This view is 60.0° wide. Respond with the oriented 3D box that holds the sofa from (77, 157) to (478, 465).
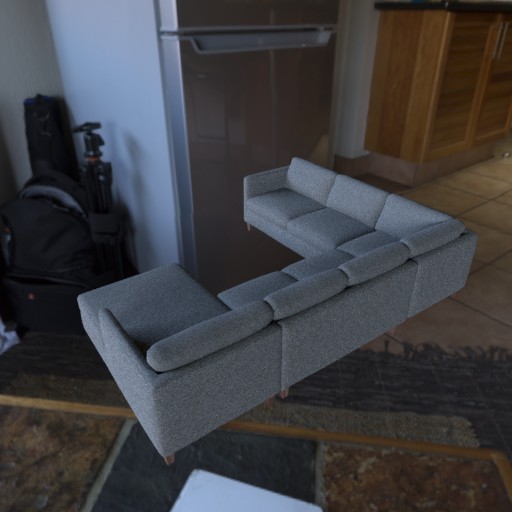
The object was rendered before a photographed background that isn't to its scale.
[{"bbox_3d":[0.000,0.000,4.224,3.238,0.853,2.551,-20,35,-30],"label":"sofa"}]
